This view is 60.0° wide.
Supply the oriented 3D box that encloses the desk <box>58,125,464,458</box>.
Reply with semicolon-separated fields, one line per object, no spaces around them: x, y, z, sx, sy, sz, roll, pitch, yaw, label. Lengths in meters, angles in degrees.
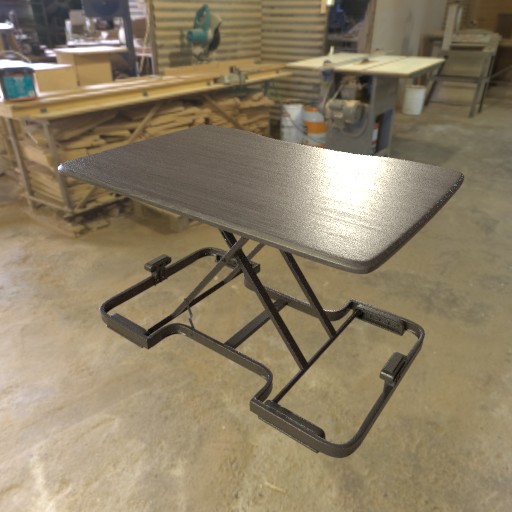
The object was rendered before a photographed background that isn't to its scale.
0.000;0.000;1.144;0.820;0.470;0.546;20;35;32;desk
